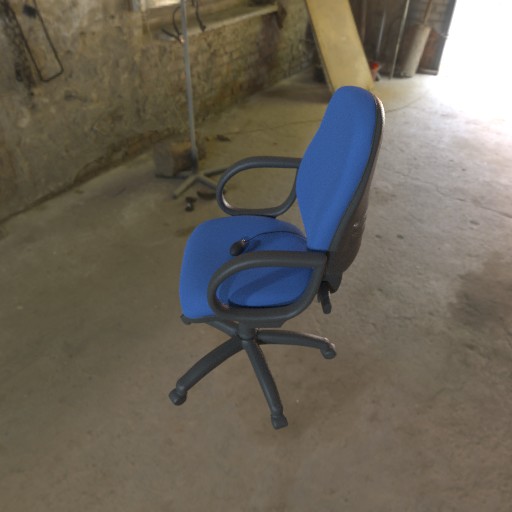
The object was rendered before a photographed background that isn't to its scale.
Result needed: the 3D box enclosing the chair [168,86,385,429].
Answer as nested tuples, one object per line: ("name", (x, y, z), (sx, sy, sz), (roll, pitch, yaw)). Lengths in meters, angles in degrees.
("chair", (0.000, 0.000, 1.219), (0.549, 0.905, 0.552), (-1, 41, -1))
